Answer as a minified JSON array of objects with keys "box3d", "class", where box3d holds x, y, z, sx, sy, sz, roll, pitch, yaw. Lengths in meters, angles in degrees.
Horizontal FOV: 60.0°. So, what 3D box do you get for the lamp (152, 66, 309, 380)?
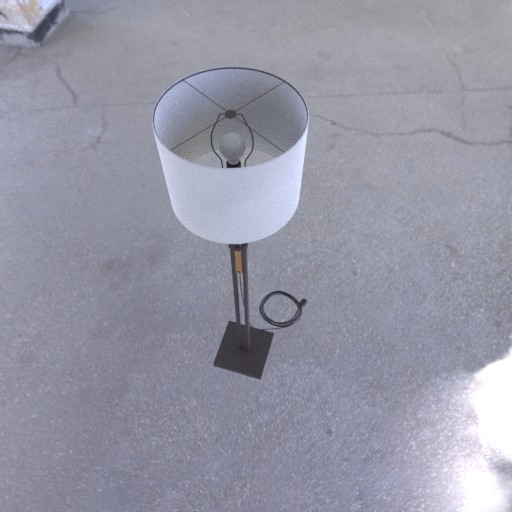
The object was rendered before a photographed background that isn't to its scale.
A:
[{"box3d":[0.000,0.000,1.893,0.474,1.650,0.639,14,57,9],"class":"lamp"}]
